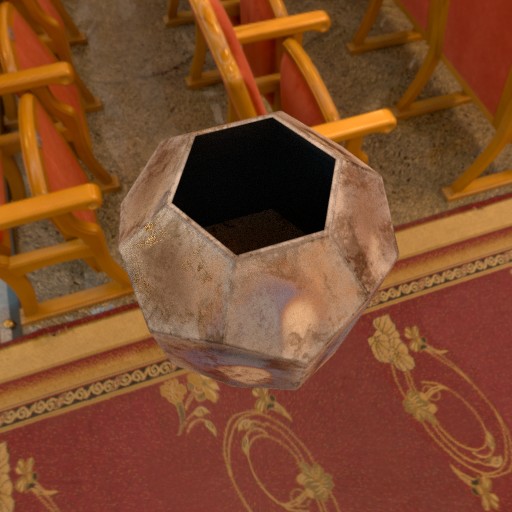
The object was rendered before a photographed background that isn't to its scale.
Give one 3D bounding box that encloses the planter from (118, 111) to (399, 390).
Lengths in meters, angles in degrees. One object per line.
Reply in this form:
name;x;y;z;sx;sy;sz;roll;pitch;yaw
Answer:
planter;0.000;0.000;0.424;0.221;0.238;0.243;-16;64;-8
